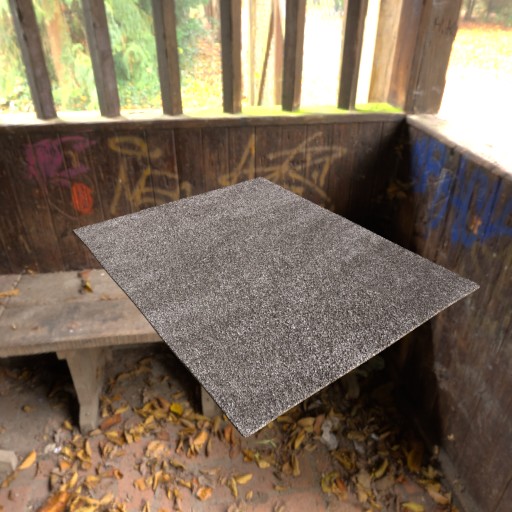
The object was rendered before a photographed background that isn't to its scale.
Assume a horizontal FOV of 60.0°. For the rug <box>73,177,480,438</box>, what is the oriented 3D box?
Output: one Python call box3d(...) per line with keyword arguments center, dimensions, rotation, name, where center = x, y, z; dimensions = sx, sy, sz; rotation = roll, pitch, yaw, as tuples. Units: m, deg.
box3d(center=(0.000, 0.000, 4.084), dimensions=(2.401, 0.025, 3.000), rotation=(-21, 38, -31), name="rug")
